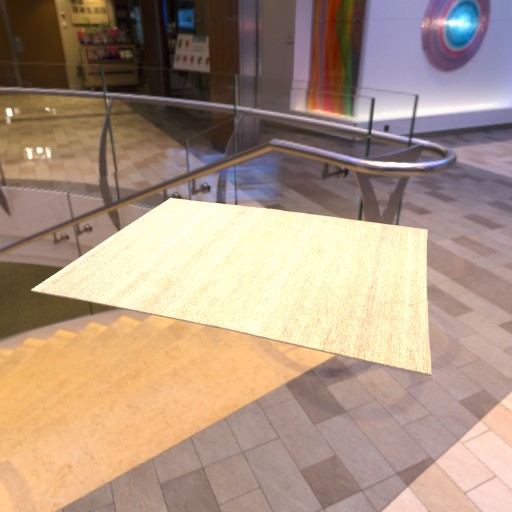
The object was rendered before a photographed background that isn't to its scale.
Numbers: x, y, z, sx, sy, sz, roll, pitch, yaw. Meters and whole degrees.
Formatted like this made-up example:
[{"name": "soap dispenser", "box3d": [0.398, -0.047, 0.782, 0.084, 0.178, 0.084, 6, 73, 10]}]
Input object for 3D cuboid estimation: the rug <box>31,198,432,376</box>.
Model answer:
[{"name": "rug", "box3d": [0.000, 0.000, 4.366, 3.245, 0.046, 2.467, 9, 28, 17]}]
